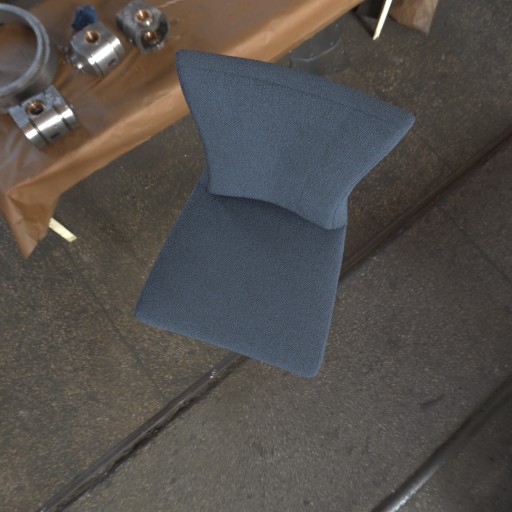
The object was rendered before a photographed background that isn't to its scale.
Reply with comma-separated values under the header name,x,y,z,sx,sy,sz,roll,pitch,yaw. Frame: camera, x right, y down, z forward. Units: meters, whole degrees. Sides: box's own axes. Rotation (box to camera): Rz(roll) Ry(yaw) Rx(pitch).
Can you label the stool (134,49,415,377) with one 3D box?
name,x,y,z,sx,sy,sz,roll,pitch,yaw
stool,0.000,0.000,1.304,0.514,1.000,0.574,17,76,5
